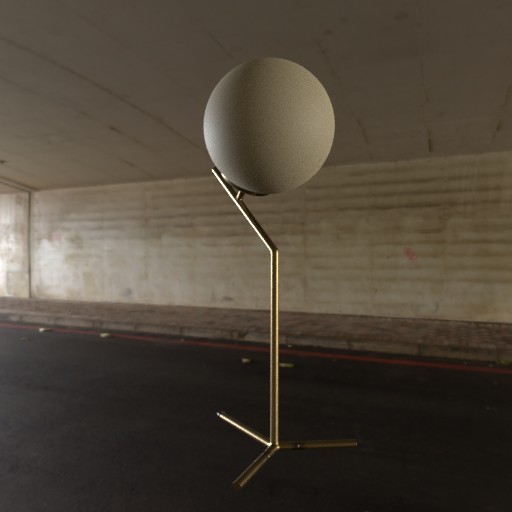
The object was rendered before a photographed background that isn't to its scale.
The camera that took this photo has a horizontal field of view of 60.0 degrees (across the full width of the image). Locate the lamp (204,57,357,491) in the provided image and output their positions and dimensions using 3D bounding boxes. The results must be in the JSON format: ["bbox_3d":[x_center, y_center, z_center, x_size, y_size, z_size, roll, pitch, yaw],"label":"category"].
[{"bbox_3d":[0.000,0.000,0.664,0.210,0.552,0.251,0,1,-35],"label":"lamp"}]
